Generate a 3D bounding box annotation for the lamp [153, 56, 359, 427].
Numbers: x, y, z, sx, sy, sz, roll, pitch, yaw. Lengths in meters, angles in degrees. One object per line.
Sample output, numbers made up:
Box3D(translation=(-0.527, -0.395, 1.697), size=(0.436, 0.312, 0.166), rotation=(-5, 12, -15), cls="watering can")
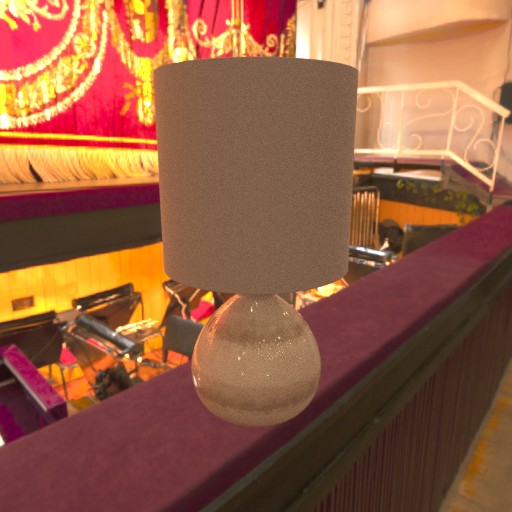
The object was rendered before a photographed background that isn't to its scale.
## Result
Box3D(translation=(0.000, 0.000, 0.529), size=(0.217, 0.404, 0.217), rotation=(13, 20, 42), cls="lamp")
